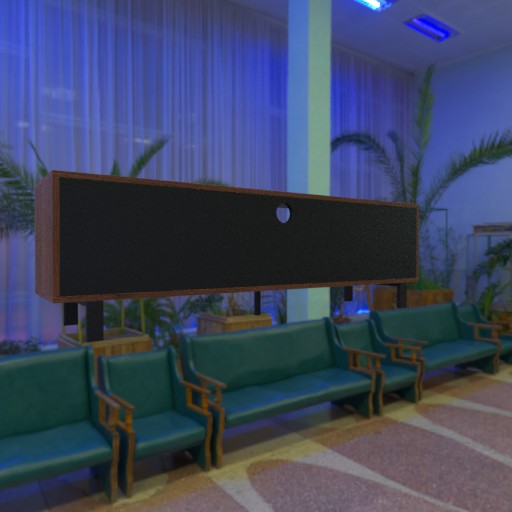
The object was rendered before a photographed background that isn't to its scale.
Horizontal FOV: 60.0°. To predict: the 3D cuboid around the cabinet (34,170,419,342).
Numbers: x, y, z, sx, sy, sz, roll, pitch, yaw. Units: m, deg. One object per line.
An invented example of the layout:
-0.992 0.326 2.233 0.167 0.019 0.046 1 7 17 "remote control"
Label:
0.000 0.000 1.880 1.650 0.500 0.400 0 1 -34 "cabinet"
